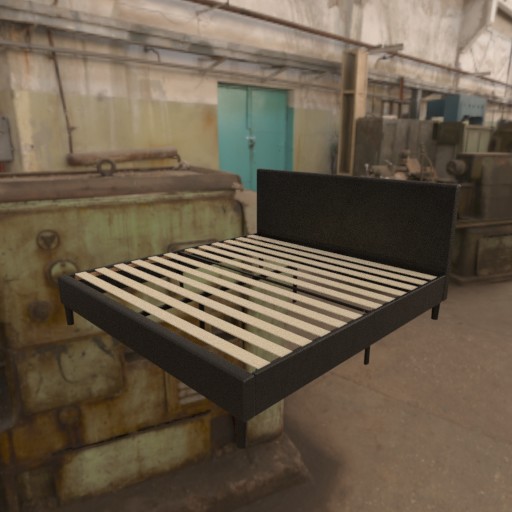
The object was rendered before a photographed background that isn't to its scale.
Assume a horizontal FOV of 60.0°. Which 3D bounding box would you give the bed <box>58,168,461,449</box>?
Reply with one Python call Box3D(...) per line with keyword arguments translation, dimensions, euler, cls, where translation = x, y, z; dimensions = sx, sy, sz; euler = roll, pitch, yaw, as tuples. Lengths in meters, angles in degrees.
Box3D(translation=(0.000, 0.000, 3.281), dimensions=(2.152, 1.046, 2.018), euler=(-15, 22, -43), cls="bed")
